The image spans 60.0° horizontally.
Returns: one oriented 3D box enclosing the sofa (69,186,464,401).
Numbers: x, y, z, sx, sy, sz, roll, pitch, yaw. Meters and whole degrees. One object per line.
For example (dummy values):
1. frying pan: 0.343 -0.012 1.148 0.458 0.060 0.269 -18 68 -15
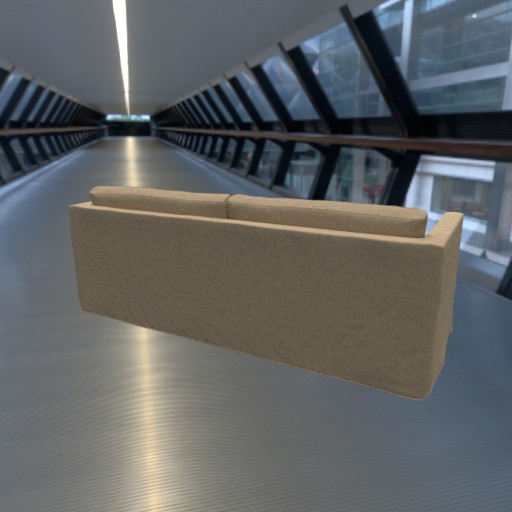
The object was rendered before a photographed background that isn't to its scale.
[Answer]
1. sofa: 0.000 0.000 2.803 2.312 0.853 0.962 8 17 28
